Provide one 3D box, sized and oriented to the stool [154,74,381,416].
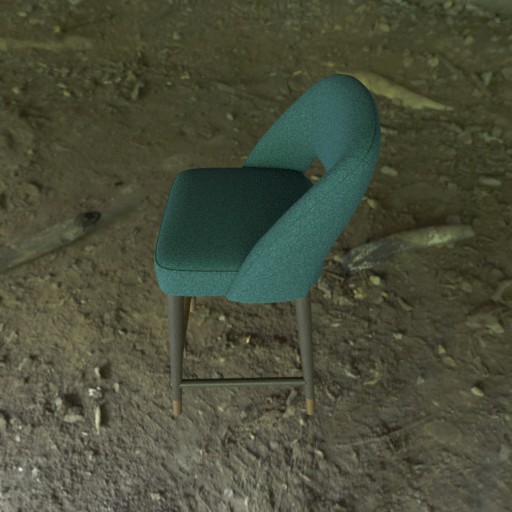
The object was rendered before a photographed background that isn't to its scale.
[{"bbox_3d":[0.000,0.000,1.267,0.522,0.939,0.536,0,41,0],"label":"stool"}]
